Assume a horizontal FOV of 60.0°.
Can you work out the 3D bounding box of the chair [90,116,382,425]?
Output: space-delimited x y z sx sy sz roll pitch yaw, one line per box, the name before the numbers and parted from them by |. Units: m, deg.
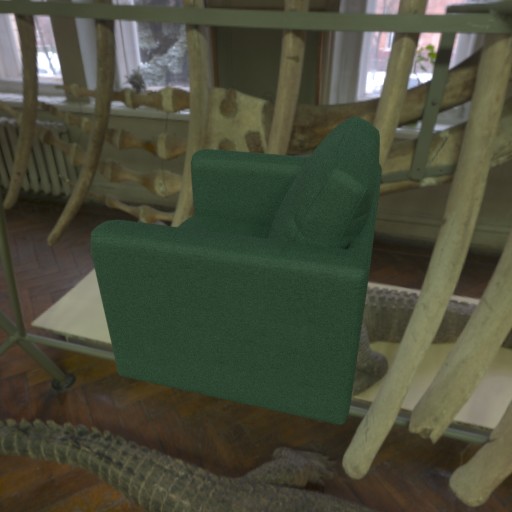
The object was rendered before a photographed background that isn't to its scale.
chair | 0.000 0.000 1.605 0.800 0.927 0.855 8 31 14
